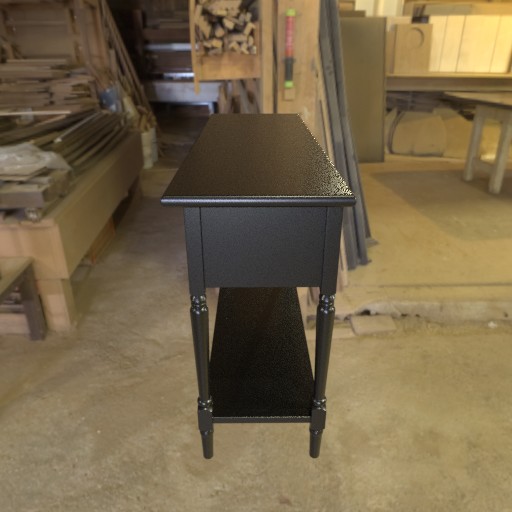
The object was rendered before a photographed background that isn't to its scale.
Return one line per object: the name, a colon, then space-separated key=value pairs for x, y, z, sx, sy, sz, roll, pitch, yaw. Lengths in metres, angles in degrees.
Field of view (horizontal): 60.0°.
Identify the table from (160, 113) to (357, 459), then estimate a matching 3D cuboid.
table: x=0.000 y=0.000 z=1.576 sx=0.386 sy=0.819 sz=1.191 roll=0 pitch=25 yaw=0
